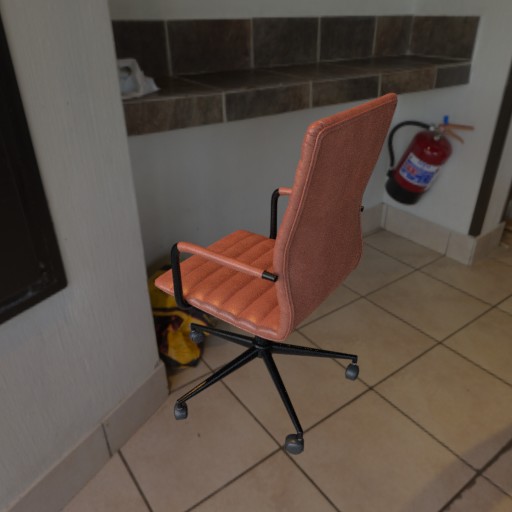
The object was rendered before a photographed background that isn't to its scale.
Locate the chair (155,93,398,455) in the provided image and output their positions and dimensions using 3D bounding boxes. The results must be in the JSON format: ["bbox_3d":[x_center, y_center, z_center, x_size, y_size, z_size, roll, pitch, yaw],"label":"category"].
[{"bbox_3d":[0.000,0.000,1.241,0.578,0.878,0.600,19,34,30],"label":"chair"}]
